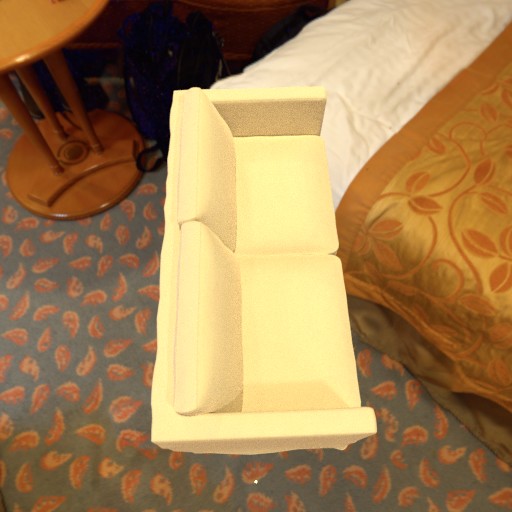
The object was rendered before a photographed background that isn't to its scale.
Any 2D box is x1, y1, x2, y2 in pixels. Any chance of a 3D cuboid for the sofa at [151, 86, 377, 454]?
[{"bbox_3d":[0.000,0.000,2.481,0.940,0.870,1.987,-2,63,-1],"label":"sofa"}]
